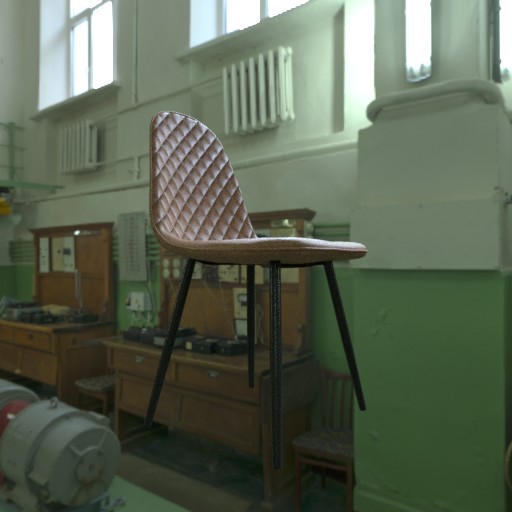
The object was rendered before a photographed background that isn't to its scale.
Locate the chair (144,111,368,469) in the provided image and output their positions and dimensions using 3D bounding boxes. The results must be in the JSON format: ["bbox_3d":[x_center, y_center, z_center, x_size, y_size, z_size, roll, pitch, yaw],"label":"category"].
[{"bbox_3d":[0.000,0.000,1.230,0.561,0.889,0.472,-1,-1,36],"label":"chair"}]
